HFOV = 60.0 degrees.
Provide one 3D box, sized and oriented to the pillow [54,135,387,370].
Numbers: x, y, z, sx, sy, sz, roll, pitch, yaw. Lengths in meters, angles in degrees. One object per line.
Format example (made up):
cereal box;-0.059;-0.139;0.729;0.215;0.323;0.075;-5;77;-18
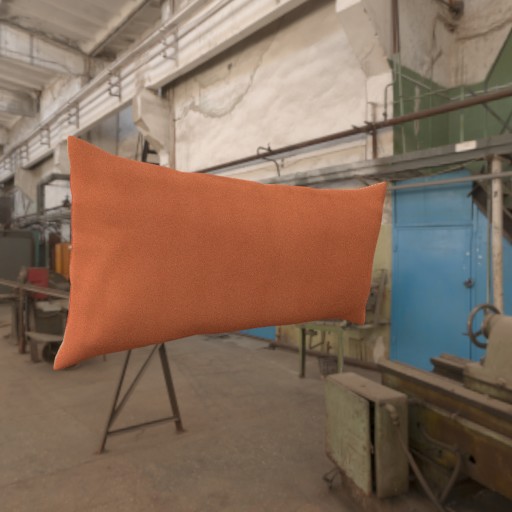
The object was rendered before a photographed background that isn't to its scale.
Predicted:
pillow;0.000;0.000;0.725;0.608;0.292;0.156;0;0;-38
